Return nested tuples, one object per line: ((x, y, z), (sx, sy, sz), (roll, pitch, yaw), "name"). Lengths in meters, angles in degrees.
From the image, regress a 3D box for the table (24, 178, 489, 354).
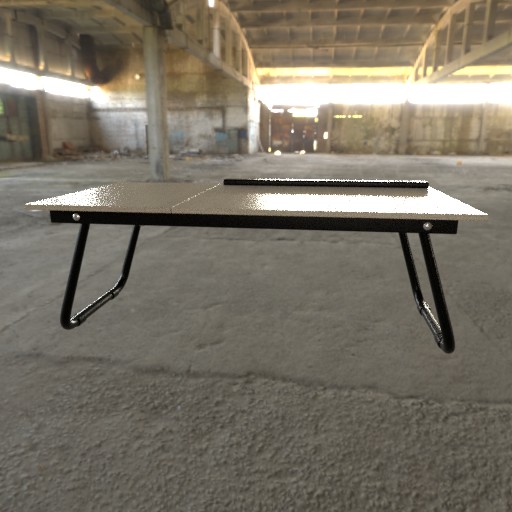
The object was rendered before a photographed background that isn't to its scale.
((0.000, 0.000, 0.787), (0.644, 0.242, 0.322), (2, 15, 8), "table")
